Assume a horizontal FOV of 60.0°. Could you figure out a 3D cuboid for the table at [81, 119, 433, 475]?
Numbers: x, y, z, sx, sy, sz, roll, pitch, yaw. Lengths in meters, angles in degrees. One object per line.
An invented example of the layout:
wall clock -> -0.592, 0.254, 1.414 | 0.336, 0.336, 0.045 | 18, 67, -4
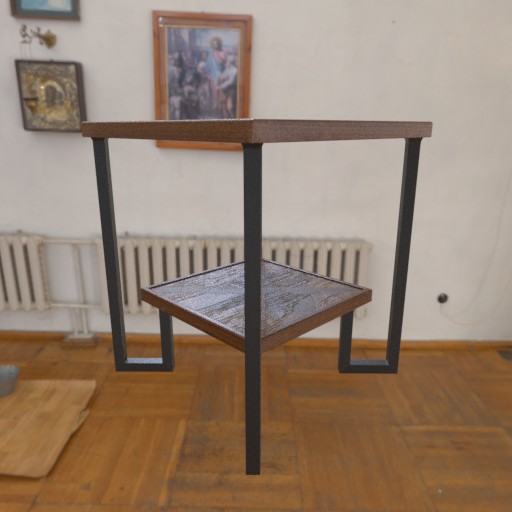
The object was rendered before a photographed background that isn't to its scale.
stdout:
table -> 0.000, 0.000, 0.972 | 0.503, 0.563, 0.503 | -15, 22, -42
